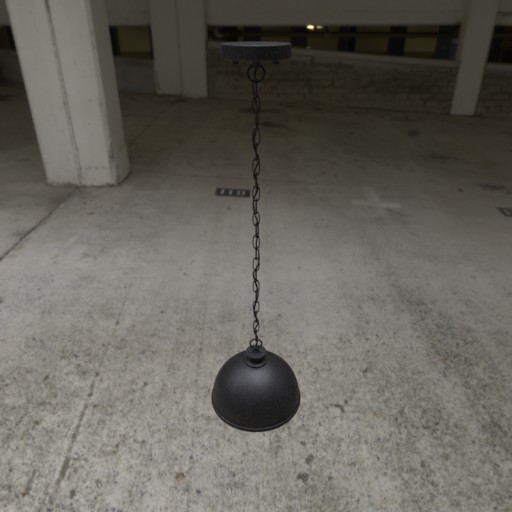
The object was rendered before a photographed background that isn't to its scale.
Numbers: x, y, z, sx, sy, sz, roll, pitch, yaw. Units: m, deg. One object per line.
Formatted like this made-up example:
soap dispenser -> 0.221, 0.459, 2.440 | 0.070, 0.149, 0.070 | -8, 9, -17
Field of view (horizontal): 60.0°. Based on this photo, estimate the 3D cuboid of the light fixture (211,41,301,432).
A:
light fixture -> 0.000, 0.000, 1.259 | 0.304, 1.090, 0.304 | 0, 28, 1
